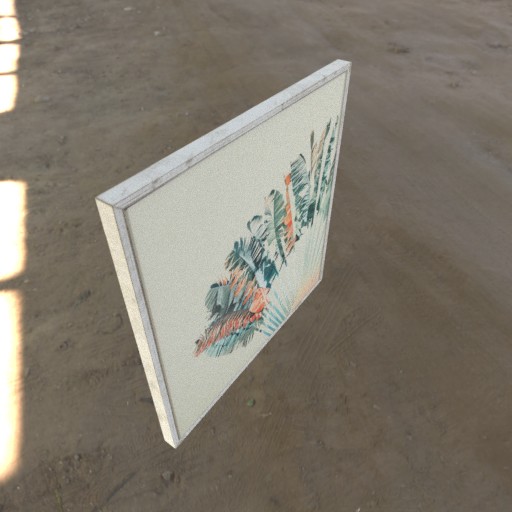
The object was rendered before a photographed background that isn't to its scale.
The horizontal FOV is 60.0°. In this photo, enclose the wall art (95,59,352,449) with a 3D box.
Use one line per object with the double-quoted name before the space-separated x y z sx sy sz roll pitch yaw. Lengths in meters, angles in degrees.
"wall art" 0.000 0.000 1.126 0.038 0.757 0.760 25 48 26
